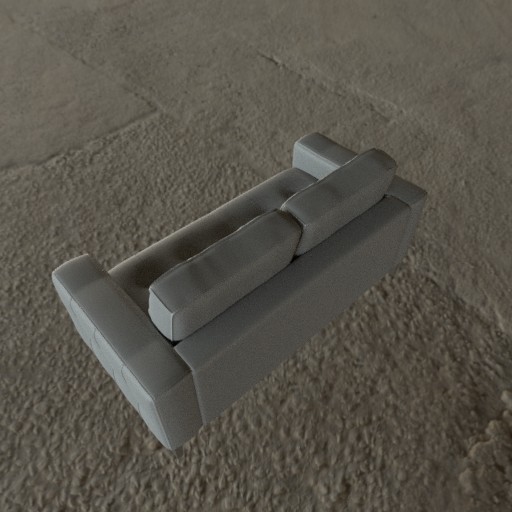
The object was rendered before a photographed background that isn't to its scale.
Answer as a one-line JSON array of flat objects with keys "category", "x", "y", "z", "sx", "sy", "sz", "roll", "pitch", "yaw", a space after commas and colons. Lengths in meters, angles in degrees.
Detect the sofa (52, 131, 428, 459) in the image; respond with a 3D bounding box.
[{"category": "sofa", "x": 0.000, "y": 0.000, "z": 2.239, "sx": 1.726, "sy": 0.893, "sz": 0.833, "roll": -34, "pitch": 55, "yaw": -27}]
